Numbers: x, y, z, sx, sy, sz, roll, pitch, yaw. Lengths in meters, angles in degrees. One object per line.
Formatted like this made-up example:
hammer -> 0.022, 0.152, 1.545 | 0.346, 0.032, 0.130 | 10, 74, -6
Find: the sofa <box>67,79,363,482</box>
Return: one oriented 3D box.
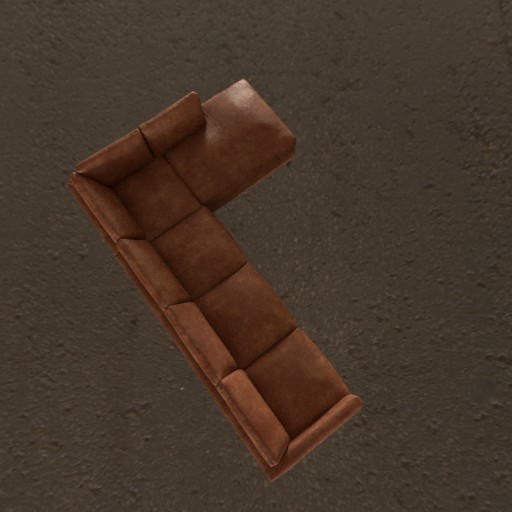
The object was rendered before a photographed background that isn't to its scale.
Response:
sofa -> 0.000, 0.000, 3.875 | 1.938, 0.877, 2.984 | -36, 78, -9
